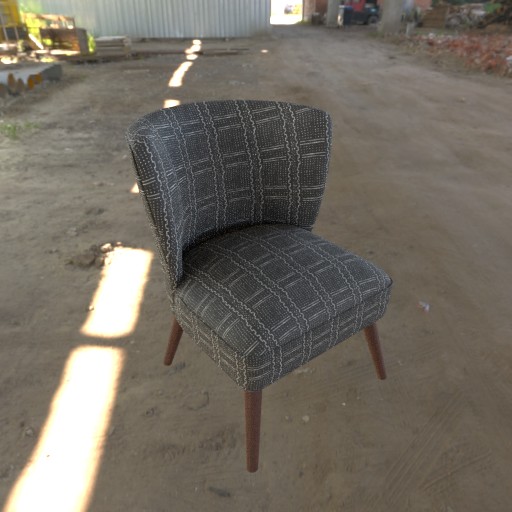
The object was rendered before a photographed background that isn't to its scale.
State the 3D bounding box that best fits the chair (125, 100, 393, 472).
[{"bbox_3d":[0.000,0.000,1.453,0.710,0.866,0.758,-21,36,-32],"label":"chair"}]
